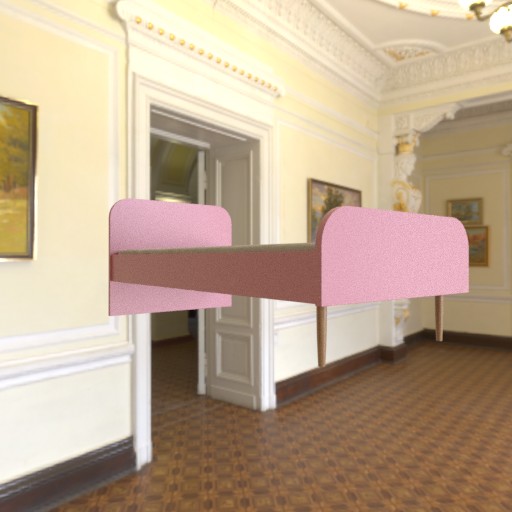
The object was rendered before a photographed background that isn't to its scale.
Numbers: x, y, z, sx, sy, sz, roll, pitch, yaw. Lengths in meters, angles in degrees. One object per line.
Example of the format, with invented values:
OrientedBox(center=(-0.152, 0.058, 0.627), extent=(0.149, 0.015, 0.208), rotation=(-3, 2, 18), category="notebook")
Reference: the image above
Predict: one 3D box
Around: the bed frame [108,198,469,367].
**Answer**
OrientedBox(center=(0.000, 0.000, 2.544), extent=(0.998, 0.805, 1.963), rotation=(0, 0, -38), category="bed frame")
